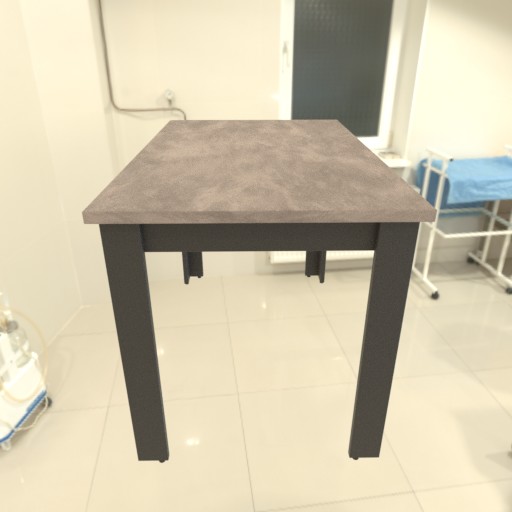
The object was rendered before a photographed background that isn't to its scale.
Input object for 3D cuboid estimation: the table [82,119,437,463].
[{"bbox_3d":[0.000,0.000,1.526,0.700,0.734,1.100,0,26,-1],"label":"table"}]
